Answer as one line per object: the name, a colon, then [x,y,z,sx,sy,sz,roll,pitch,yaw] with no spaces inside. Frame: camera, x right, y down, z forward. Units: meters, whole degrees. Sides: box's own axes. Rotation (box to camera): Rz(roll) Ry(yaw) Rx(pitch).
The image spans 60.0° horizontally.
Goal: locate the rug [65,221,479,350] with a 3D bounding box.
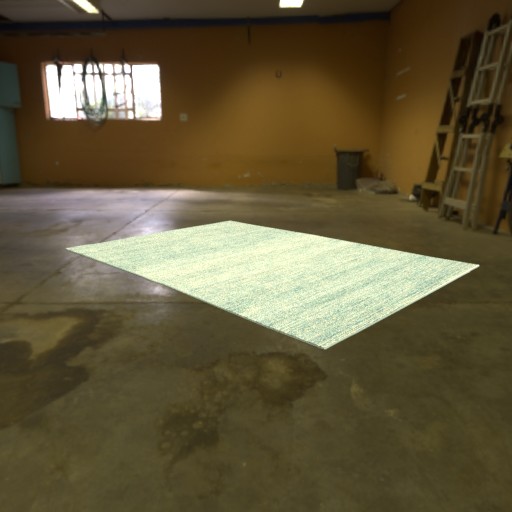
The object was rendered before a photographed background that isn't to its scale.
rug: [0.000,0.000,2.968,2.306,0.030,1.613,14,20,43]
